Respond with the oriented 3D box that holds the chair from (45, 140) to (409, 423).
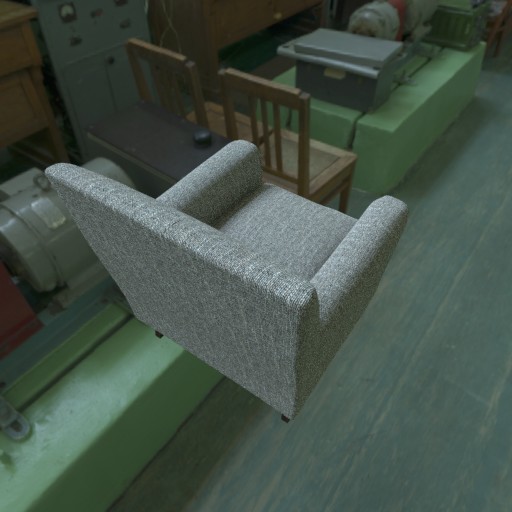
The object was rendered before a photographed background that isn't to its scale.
[{"bbox_3d":[0.000,0.000,1.644,0.864,0.928,0.873,27,51,24],"label":"chair"}]
